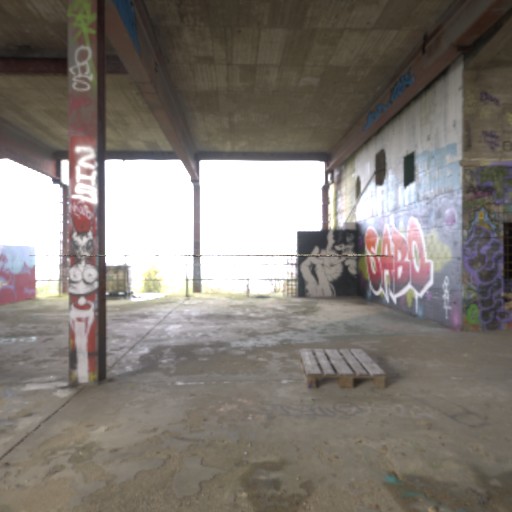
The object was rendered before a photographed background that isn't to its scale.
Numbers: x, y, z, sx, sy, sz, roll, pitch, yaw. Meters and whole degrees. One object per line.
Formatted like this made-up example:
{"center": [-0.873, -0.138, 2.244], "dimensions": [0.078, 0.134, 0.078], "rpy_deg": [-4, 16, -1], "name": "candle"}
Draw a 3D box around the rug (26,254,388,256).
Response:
{"center": [0.000, 0.000, 4.141], "dimensions": [2.438, 0.010, 3.048], "rpy_deg": [0, 0, 18], "name": "rug"}
